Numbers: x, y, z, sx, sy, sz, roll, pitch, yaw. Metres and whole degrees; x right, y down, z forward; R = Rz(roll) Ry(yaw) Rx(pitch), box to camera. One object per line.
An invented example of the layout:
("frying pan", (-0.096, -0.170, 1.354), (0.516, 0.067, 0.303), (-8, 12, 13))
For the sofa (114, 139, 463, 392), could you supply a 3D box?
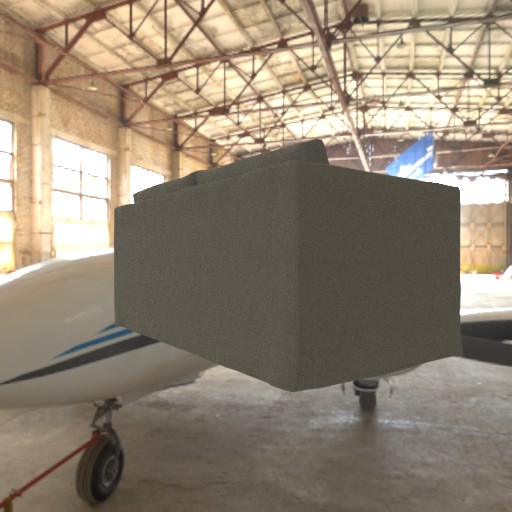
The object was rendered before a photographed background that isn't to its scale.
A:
("sofa", (0.000, 0.000, 2.278), (0.944, 0.830, 1.727), (0, 0, -36))
